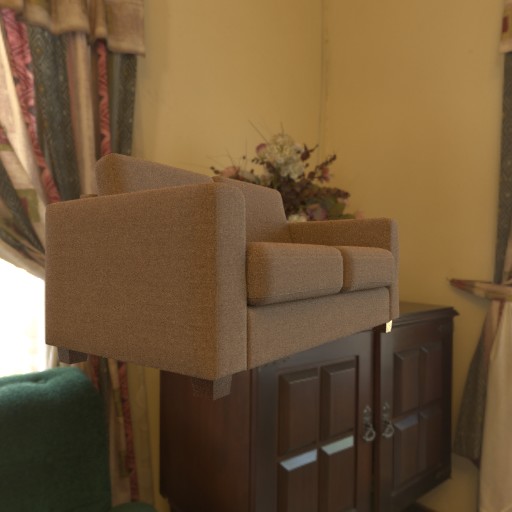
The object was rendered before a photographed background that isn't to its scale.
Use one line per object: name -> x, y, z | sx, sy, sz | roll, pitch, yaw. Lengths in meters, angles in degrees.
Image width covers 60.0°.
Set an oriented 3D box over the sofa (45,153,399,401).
sofa -> 0.000, 0.000, 2.009 | 0.900, 0.800, 1.520 | 0, 0, 36
